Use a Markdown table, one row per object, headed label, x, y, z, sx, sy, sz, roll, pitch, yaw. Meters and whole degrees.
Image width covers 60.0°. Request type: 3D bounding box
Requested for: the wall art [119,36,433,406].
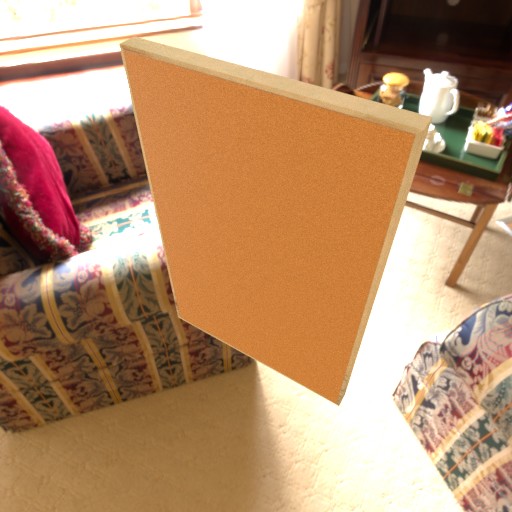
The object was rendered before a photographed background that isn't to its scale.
| label | x | y | z | sx | sy | sz | roll | pitch | yaw |
| --- | --- | --- | --- | --- | --- | --- | --- | --- | --- |
| wall art | 0.000 | 0.000 | 0.924 | 0.508 | 0.764 | 0.038 | 24 | 51 | 21 |
